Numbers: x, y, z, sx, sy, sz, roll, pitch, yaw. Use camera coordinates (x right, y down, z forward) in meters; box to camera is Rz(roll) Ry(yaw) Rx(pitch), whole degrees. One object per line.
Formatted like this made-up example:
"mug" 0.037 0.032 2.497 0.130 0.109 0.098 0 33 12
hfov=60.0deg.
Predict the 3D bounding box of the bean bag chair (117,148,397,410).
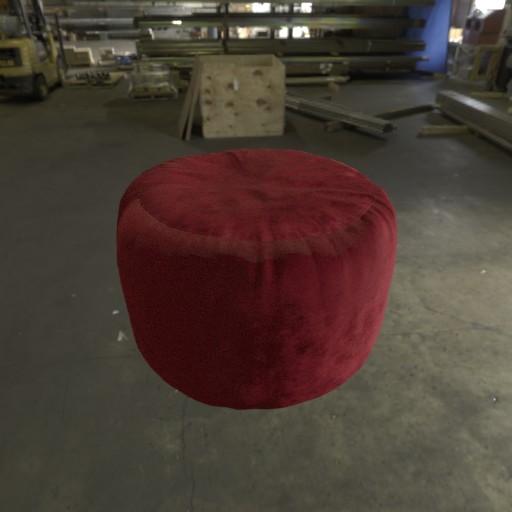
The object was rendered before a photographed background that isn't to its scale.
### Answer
"bean bag chair" 0.000 0.000 2.042 1.219 0.762 1.219 0 31 0
